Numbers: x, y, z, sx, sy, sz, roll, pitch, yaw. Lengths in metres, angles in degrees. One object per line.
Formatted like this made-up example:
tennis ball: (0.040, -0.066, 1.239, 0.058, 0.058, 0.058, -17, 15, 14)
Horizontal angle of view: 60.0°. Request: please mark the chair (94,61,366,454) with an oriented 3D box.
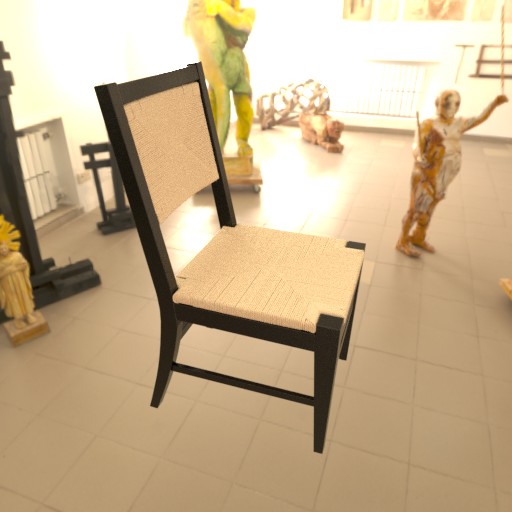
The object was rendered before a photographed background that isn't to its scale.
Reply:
chair: (0.000, 0.000, 1.218, 0.552, 0.927, 0.437, 10, 31, 17)
